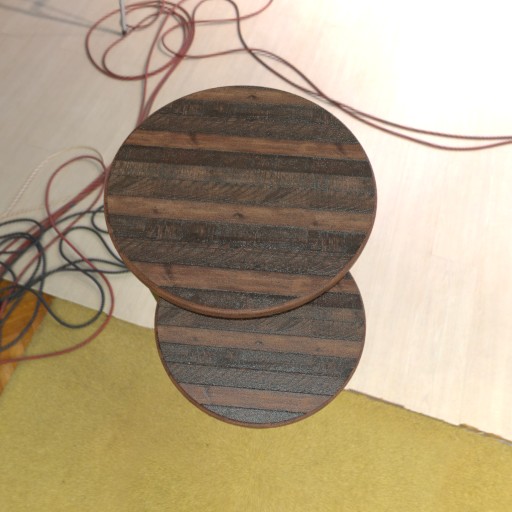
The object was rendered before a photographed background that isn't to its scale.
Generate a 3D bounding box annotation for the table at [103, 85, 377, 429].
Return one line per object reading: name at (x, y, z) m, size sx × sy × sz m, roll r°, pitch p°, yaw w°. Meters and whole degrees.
table at (0.000, 0.000, 1.586) m, size 0.870 × 0.516 × 1.152 m, roll -18°, pitch 65°, yaw -9°
